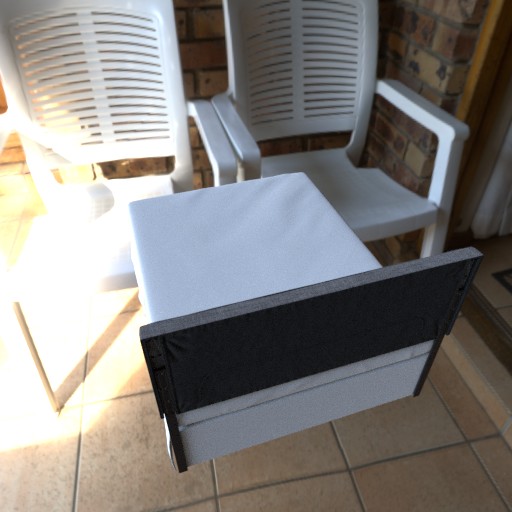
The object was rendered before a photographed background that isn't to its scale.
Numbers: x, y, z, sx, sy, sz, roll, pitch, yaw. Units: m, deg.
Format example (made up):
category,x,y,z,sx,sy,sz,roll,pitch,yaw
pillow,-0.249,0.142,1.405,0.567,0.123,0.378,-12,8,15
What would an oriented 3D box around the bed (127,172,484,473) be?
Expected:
category,x,y,z,sx,sy,sz,roll,pitch,yaw
bed,0.000,0.000,2.944,1.621,1.168,1.958,-12,42,-14
